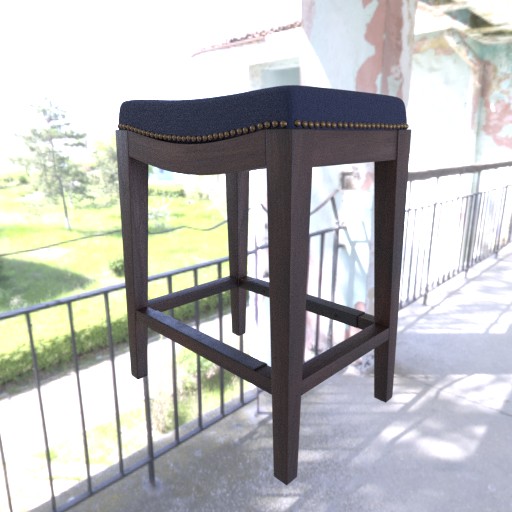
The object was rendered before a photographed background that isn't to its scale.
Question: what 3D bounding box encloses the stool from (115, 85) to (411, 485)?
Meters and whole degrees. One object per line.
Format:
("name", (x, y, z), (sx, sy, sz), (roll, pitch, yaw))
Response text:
("stool", (0.000, 0.000, 0.950), (0.500, 0.642, 0.361), (15, 21, 43))
